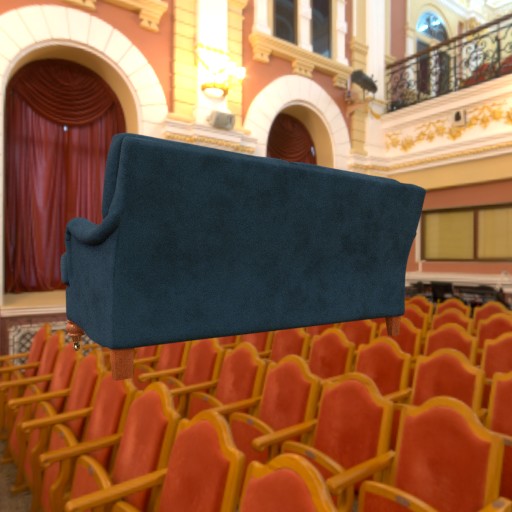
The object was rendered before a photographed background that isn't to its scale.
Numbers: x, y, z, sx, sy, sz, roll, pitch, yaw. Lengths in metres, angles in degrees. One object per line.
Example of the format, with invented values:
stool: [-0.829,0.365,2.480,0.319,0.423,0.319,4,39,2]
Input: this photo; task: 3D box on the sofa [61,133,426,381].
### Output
sofa: [0.000,0.000,2.783,2.141,1.101,1.084,0,-1,-36]
